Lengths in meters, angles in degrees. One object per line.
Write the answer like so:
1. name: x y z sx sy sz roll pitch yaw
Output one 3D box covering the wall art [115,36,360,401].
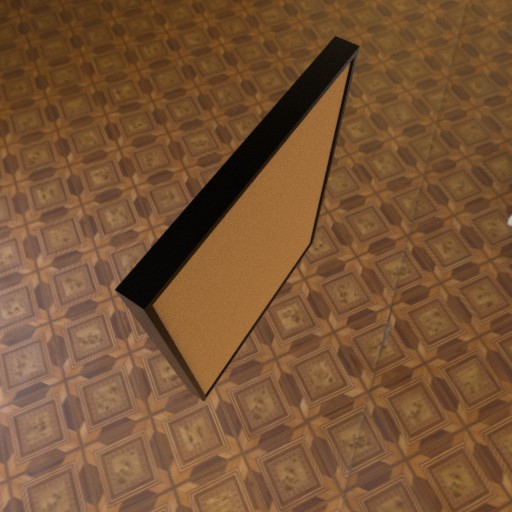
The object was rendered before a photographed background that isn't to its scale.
1. wall art: 0.000 0.000 0.764 0.039 0.553 0.451 30 67 14
